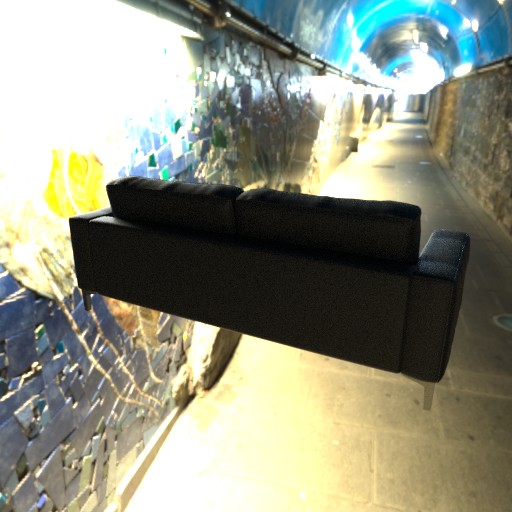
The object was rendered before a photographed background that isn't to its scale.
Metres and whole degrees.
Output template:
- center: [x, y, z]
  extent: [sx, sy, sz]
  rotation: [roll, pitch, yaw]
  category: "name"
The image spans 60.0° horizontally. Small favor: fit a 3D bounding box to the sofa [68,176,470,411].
- center: [0.000, 0.000, 2.663]
  extent: [2.275, 0.893, 0.833]
  rotation: [10, 22, 26]
  category: "sofa"
